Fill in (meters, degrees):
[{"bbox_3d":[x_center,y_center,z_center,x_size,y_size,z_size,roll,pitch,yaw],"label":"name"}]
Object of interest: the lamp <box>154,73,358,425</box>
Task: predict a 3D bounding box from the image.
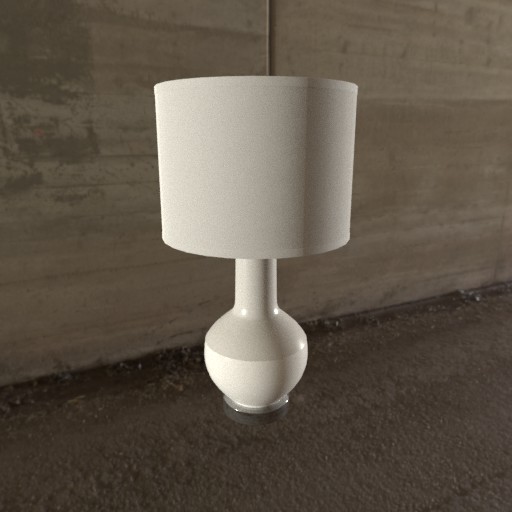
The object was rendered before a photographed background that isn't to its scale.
[{"bbox_3d":[0.000,0.000,0.875,0.357,0.673,0.357,8,17,26],"label":"lamp"}]
